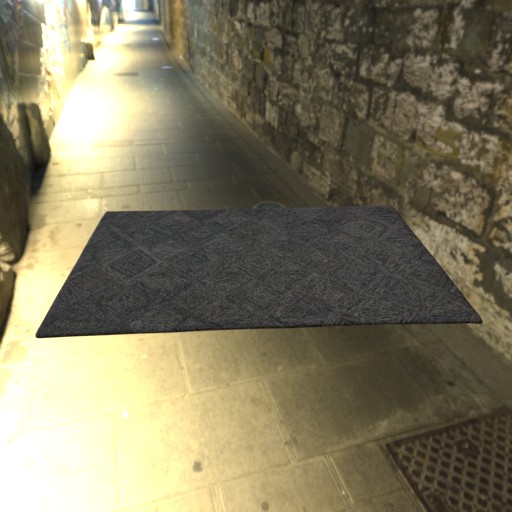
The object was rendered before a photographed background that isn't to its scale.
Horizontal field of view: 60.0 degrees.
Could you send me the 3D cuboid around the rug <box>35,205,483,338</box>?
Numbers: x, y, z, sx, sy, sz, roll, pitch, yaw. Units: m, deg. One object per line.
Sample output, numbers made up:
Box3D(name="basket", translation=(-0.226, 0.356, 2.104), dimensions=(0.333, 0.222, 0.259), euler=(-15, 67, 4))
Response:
Box3D(name="rug", translation=(0.000, 0.000, 2.210), dimensions=(1.752, 0.013, 1.158), euler=(-2, 30, -3))
